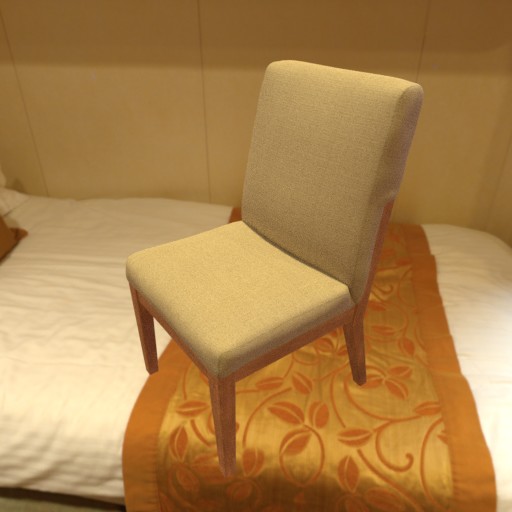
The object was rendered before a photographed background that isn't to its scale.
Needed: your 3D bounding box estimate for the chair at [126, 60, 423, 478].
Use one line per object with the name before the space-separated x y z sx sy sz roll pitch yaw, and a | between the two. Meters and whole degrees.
chair | 0.000 0.000 1.212 0.586 0.911 0.507 -21 37 -31
